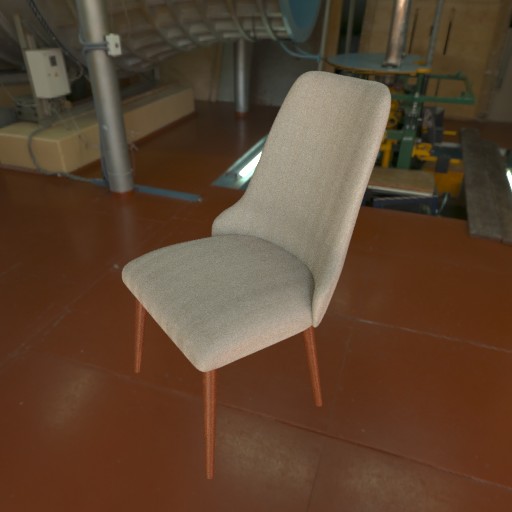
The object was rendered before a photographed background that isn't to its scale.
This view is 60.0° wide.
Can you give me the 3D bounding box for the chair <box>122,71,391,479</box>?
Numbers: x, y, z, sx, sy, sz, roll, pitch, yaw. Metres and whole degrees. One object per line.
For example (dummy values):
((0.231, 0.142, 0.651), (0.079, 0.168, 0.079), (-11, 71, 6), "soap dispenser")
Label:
((0.000, 0.000, 1.289), (0.684, 0.917, 0.526), (-21, 37, -30), "chair")
